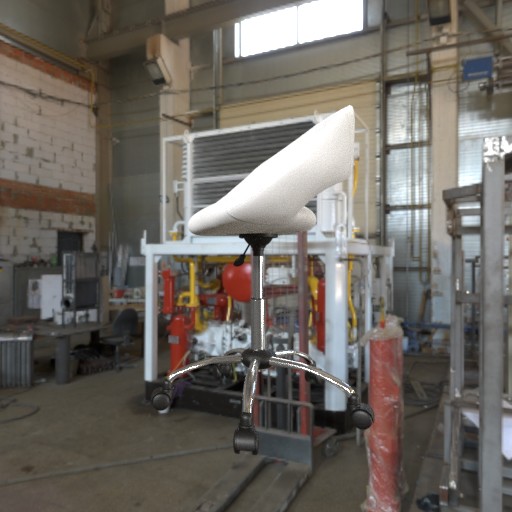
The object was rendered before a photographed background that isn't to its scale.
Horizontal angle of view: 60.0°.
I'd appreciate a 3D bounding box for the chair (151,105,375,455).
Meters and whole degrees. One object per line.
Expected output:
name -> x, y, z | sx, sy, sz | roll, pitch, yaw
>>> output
chair -> 0.000, 0.000, 1.180 | 0.538, 0.791, 0.612 | 0, 0, -19
